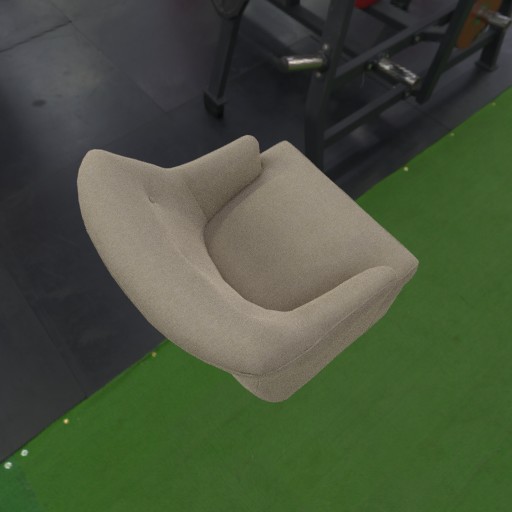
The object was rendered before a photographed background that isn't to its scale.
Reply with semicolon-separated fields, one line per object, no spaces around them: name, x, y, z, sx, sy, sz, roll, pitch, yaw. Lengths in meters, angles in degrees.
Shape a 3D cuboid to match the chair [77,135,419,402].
chair;0.000;0.000;1.594;0.923;0.856;0.864;-33;65;-18
